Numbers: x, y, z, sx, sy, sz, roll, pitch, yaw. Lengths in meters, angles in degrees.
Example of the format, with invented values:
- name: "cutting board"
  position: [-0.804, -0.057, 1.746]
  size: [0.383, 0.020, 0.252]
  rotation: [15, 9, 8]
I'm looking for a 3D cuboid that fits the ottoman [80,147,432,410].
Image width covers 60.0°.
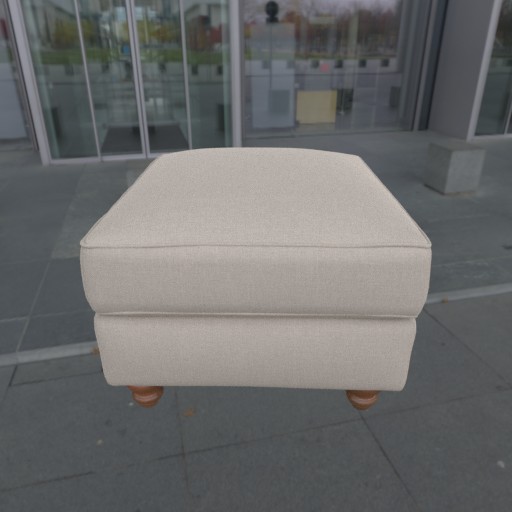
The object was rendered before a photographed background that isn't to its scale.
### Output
- name: "ottoman"
  position: [0.000, 0.000, 1.155]
  size: [0.662, 0.505, 0.716]
  rotation: [0, 26, 1]
